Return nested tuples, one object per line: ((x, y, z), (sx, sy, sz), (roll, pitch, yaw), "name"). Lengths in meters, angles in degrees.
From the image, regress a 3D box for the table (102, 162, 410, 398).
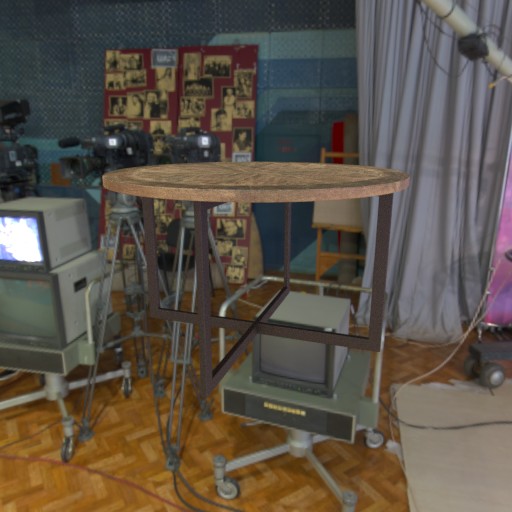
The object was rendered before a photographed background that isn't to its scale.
((0.000, 0.000, 2.024), (1.264, 0.762, 1.264), (0, 16, 0), "table")
